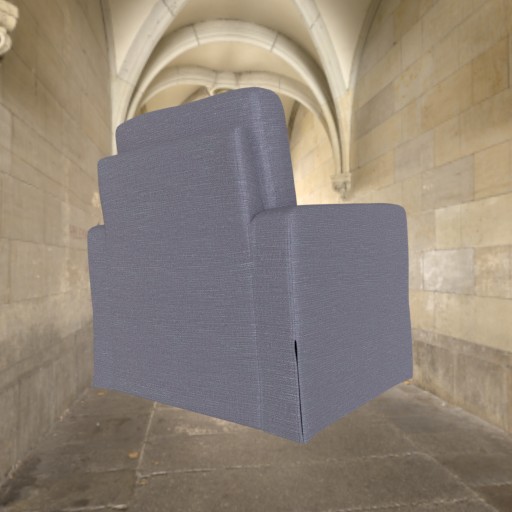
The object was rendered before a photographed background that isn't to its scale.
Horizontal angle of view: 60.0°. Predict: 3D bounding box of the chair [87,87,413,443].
[{"bbox_3d":[0.000,0.000,1.486,0.798,0.855,0.863,-1,-2,37],"label":"chair"}]
